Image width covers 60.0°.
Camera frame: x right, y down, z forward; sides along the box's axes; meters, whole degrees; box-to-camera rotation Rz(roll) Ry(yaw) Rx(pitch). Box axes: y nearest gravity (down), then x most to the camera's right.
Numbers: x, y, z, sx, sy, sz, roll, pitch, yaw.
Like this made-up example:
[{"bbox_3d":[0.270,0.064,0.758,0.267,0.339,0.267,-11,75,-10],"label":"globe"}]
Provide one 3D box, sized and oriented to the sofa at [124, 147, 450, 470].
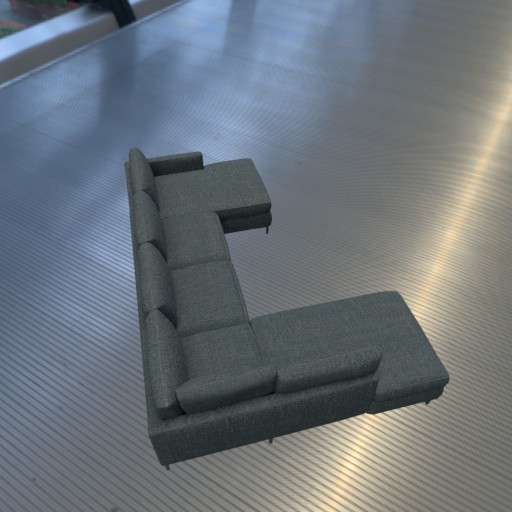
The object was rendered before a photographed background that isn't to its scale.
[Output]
[{"bbox_3d":[0.000,0.000,3.554,1.879,0.753,2.737,-10,46,-10],"label":"sofa"}]
